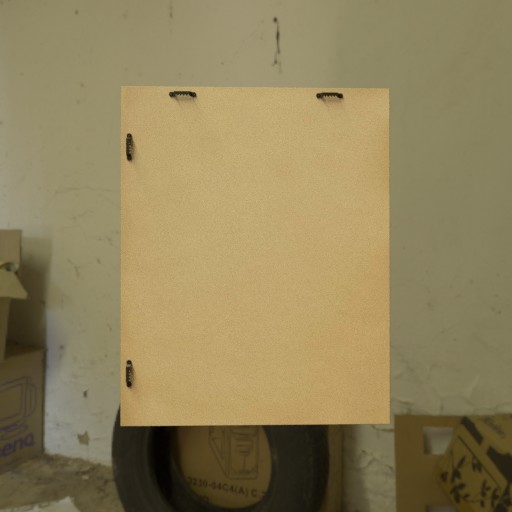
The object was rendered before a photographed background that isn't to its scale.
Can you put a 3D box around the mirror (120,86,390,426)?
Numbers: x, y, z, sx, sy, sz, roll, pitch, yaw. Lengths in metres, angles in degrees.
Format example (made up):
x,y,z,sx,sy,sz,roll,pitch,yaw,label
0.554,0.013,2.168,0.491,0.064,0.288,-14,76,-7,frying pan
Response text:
x,y,z,sx,sy,sz,roll,pitch,yaw,label
0.000,0.000,0.682,0.406,0.509,0.041,0,0,-1,mirror
